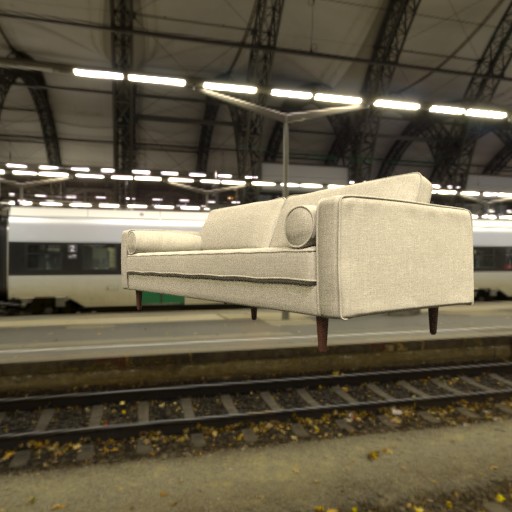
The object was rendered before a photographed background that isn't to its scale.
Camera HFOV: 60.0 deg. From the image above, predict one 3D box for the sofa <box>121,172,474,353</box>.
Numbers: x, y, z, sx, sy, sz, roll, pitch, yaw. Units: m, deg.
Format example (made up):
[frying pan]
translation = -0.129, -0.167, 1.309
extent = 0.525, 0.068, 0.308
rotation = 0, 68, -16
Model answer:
[sofa]
translation = 0.000, 0.000, 2.651
extent = 0.914, 0.762, 2.211
rotation = 1, -1, -36
